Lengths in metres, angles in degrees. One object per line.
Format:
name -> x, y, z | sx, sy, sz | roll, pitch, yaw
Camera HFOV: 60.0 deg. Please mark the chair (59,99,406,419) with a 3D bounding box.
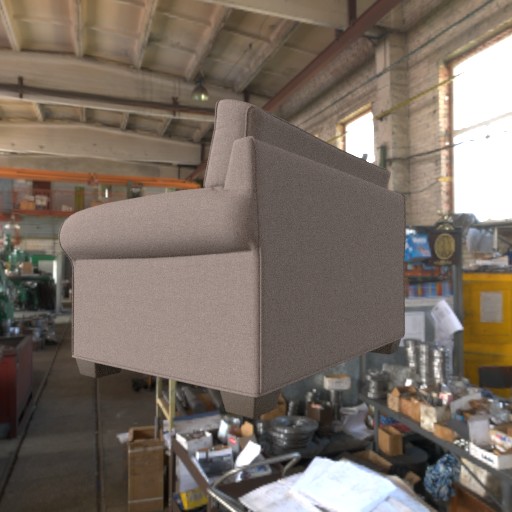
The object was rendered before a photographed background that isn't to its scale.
chair -> 0.000, 0.000, 1.970 | 0.930, 0.930, 1.390 | -1, -1, 36
